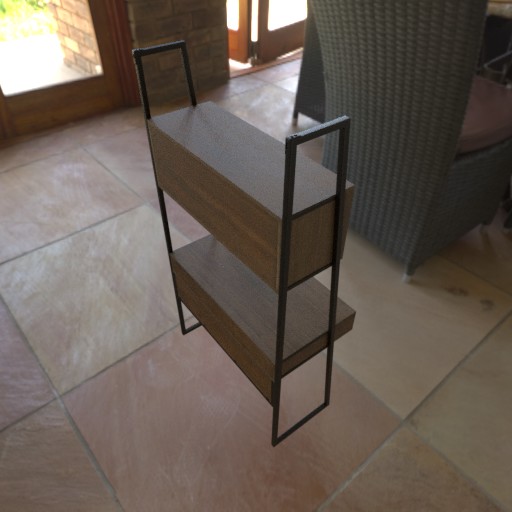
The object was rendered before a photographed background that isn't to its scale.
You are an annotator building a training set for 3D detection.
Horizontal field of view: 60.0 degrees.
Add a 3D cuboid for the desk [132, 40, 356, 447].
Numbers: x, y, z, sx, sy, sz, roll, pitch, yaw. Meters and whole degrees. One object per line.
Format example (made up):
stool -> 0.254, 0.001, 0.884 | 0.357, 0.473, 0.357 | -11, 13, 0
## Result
desk -> 0.000, 0.000, 2.210 | 0.515, 1.809, 0.982 | -27, 48, -27
